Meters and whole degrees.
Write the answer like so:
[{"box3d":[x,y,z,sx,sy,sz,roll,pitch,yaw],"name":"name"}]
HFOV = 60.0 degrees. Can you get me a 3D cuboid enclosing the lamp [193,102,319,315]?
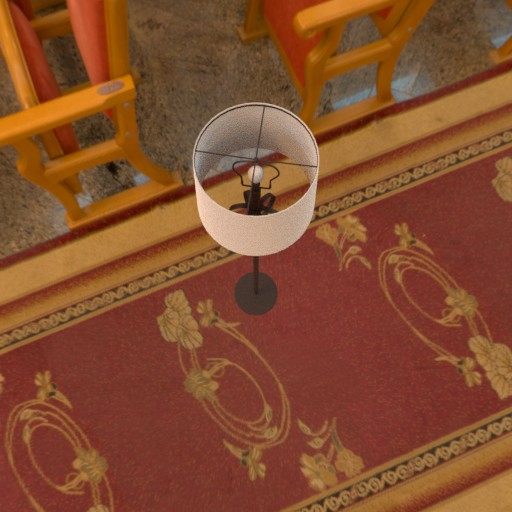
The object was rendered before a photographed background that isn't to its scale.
[{"box3d":[0.000,0.000,1.585,0.286,1.462,0.286,-21,76,-6],"name":"lamp"}]
